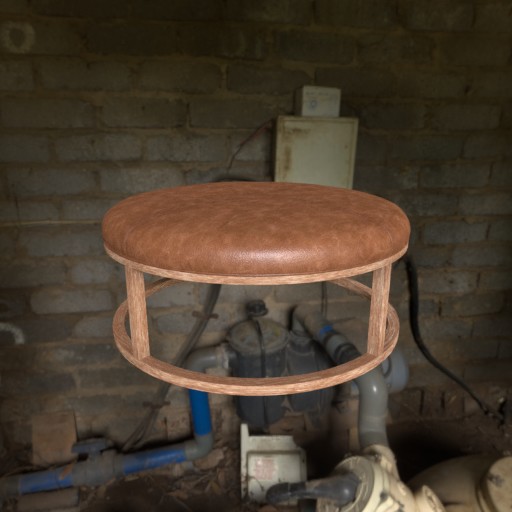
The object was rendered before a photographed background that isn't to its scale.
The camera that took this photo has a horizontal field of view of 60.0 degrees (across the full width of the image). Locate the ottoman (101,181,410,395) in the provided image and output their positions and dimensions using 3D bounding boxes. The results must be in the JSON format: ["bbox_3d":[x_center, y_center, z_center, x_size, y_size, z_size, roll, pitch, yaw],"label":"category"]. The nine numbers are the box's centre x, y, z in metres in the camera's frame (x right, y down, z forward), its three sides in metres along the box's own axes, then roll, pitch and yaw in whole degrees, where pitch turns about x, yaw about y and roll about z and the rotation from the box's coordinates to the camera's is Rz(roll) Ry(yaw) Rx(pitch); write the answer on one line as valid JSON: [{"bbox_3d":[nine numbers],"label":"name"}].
[{"bbox_3d":[0.000,0.000,1.554,1.006,0.445,1.006,0,17,0],"label":"ottoman"}]
